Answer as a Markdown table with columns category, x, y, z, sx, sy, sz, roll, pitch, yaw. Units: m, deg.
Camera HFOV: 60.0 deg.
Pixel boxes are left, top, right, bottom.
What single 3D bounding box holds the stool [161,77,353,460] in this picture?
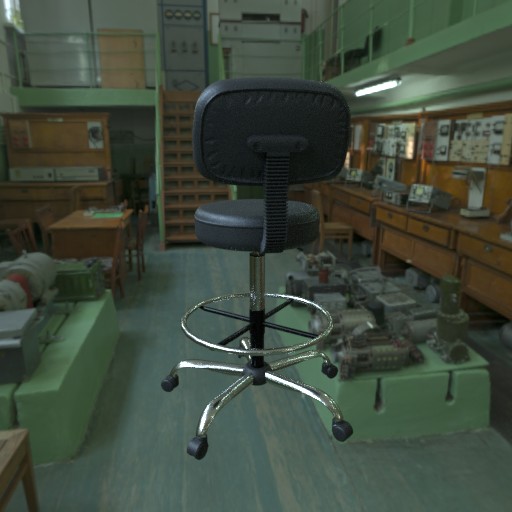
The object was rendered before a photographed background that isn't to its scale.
| category | x | y | z | sx | sy | sz | roll | pitch | yaw |
| --- | --- | --- | --- | --- | --- | --- | --- | --- | --- |
| stool | 0.000 | 0.000 | 1.514 | 0.694 | 1.069 | 0.658 | -3 | 15 | -10 |
